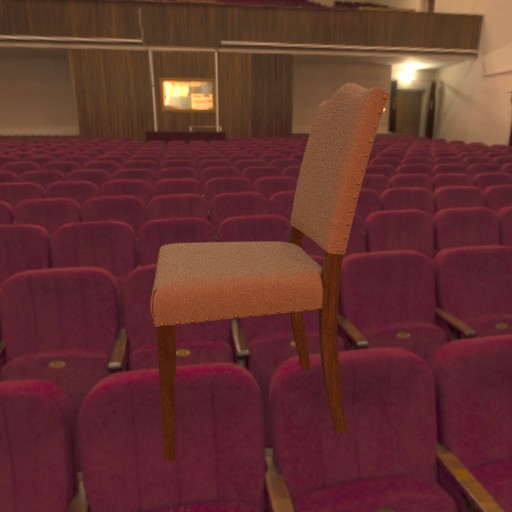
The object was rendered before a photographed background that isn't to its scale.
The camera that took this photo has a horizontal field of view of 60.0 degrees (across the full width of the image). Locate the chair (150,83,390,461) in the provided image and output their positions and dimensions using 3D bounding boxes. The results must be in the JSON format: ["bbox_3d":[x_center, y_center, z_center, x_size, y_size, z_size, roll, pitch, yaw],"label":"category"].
[{"bbox_3d":[0.000,0.000,1.378,0.620,1.020,0.508,-2,15,-9],"label":"chair"}]
